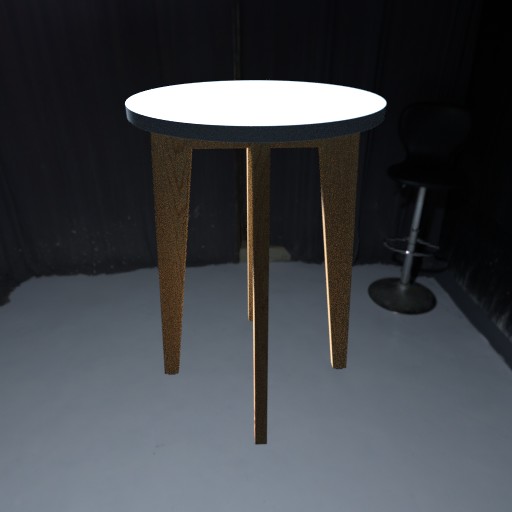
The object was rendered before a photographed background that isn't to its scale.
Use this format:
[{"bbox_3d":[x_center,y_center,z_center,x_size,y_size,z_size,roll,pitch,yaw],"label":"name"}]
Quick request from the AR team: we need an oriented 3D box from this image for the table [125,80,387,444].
[{"bbox_3d":[0.000,0.000,0.733,0.350,0.500,0.350,0,29,0],"label":"table"}]
